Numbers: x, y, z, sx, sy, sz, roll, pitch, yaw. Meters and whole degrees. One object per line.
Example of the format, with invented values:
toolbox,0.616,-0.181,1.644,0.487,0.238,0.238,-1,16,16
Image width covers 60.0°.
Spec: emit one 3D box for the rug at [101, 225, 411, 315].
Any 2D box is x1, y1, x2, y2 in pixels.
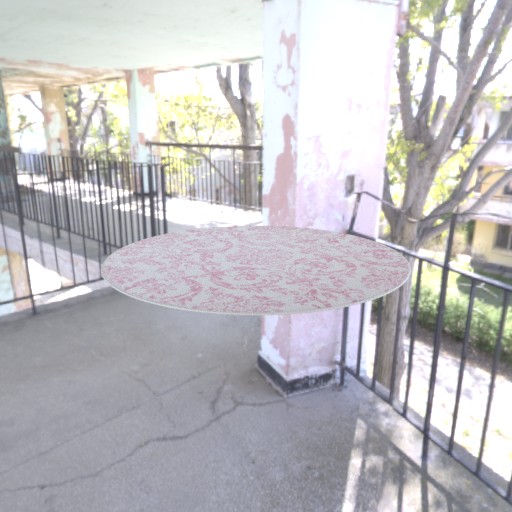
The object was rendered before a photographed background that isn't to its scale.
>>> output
rug,0.000,0.000,2.405,1.593,0.012,1.593,0,16,0
